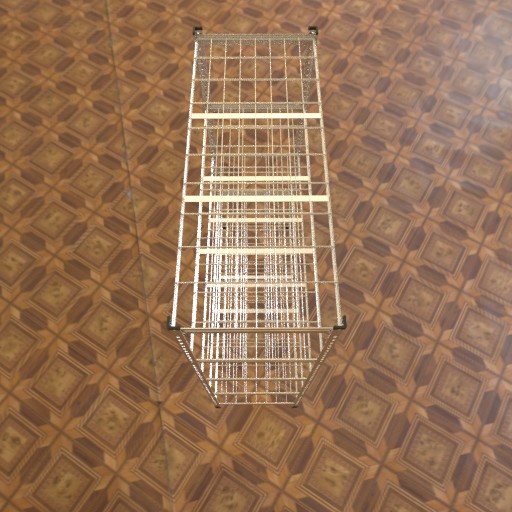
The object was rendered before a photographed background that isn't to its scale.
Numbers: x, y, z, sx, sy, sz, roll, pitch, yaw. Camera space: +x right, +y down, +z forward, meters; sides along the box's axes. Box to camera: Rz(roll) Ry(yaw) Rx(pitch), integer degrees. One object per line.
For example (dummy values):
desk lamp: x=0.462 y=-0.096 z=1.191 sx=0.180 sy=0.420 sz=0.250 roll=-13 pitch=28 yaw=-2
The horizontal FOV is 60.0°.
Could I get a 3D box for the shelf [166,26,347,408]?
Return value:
shelf: x=0.000 y=0.000 z=2.713 sx=0.610 sy=1.981 sz=1.524 roll=0 pitch=64 yaw=0
